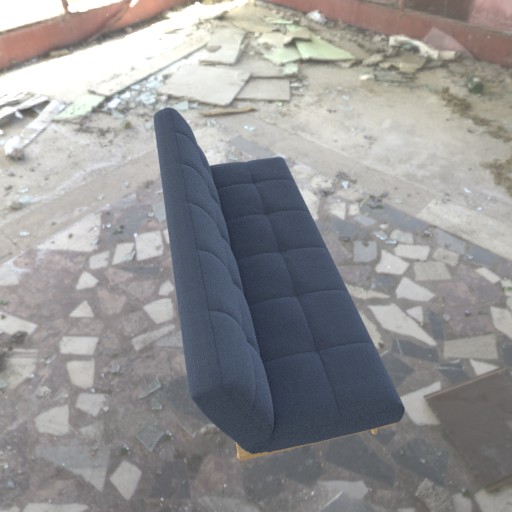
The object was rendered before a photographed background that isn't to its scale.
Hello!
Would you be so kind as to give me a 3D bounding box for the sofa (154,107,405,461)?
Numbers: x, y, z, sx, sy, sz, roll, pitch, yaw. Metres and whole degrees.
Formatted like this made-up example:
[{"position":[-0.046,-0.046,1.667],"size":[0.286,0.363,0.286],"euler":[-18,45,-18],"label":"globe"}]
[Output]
[{"position":[0.000,0.000,2.217],"size":[0.796,0.800,1.800],"euler":[-9,46,-9],"label":"sofa"}]
